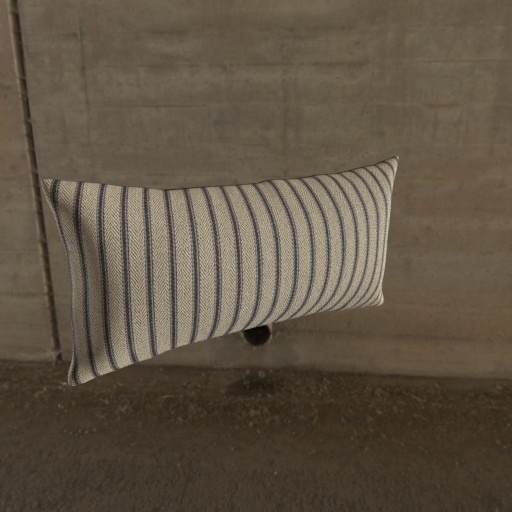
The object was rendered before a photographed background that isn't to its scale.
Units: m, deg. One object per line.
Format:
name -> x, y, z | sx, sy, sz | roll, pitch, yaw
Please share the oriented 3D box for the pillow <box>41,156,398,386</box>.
pillow -> 0.000, 0.000, 0.728 | 0.609, 0.305, 0.151 | -9, 18, -28
